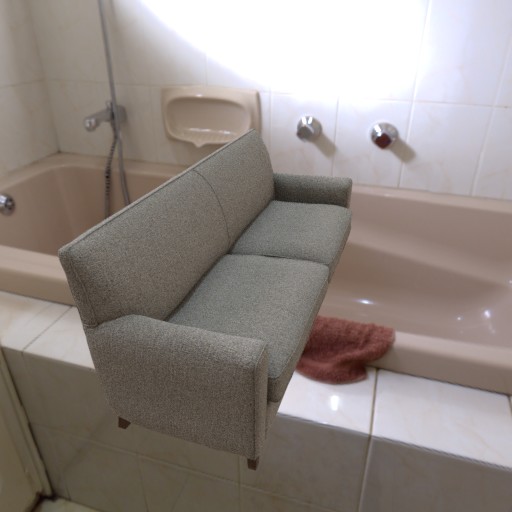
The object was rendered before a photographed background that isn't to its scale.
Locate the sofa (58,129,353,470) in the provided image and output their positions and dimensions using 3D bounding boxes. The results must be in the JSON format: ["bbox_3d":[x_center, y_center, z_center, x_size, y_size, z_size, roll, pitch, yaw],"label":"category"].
[{"bbox_3d":[0.000,0.000,2.500,0.854,0.942,2.026,10,30,17],"label":"sofa"}]
